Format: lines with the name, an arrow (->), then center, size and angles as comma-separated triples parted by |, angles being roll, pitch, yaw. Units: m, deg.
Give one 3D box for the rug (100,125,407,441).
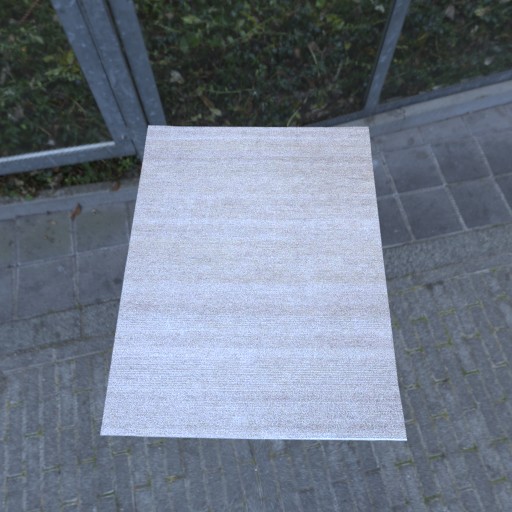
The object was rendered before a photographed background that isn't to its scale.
rug -> 0.000, 0.000, 4.245 | 2.467, 0.046, 3.245 | 1, 64, 0
